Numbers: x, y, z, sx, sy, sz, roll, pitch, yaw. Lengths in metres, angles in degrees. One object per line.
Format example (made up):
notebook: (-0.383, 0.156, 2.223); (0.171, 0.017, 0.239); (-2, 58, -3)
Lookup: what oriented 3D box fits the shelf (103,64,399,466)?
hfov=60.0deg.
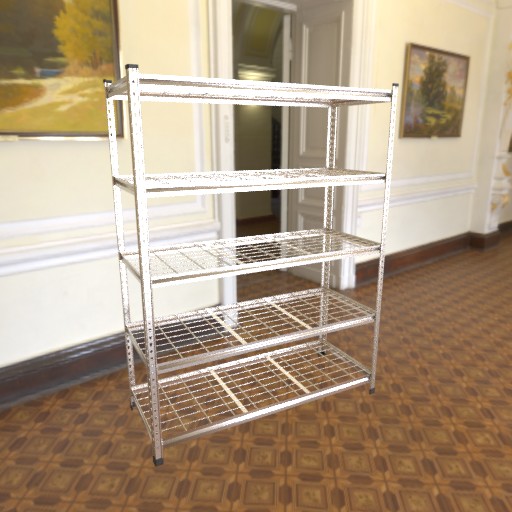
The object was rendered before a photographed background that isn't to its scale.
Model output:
shelf: (0.000, 0.000, 2.693); (1.524, 1.981, 0.610); (-8, 17, -27)
